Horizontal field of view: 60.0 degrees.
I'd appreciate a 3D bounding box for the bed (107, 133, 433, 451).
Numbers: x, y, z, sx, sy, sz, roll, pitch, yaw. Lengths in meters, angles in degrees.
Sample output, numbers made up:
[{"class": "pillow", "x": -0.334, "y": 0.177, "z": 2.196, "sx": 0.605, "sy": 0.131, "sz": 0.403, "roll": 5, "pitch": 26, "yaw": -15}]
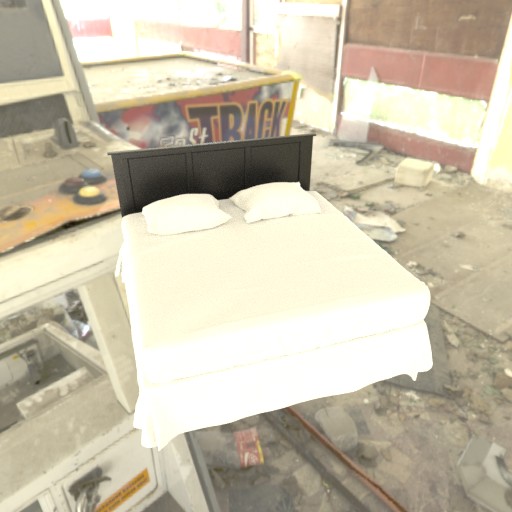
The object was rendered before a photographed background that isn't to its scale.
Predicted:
[{"class": "bed", "x": 0.000, "y": 0.000, "z": 3.622, "sx": 2.315, "sy": 1.271, "sz": 2.219, "roll": -9, "pitch": 32, "yaw": -15}]
